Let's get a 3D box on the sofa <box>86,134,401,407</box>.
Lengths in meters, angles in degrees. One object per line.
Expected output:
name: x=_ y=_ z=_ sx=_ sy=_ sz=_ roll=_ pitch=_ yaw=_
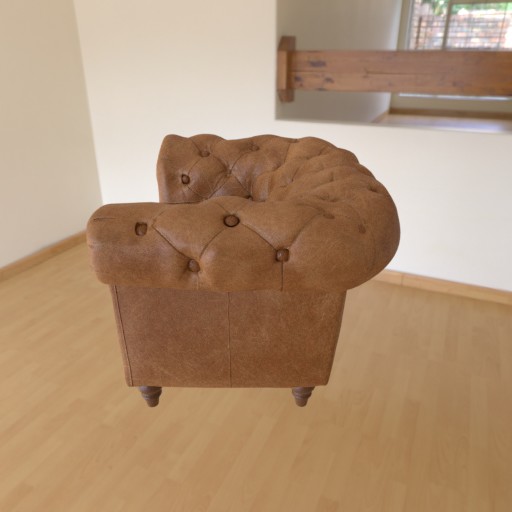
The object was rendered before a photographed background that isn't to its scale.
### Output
sofa: x=0.000 y=0.000 z=1.968 sx=1.033 sy=0.878 sz=1.405 roll=0 pitch=25 yaw=0
